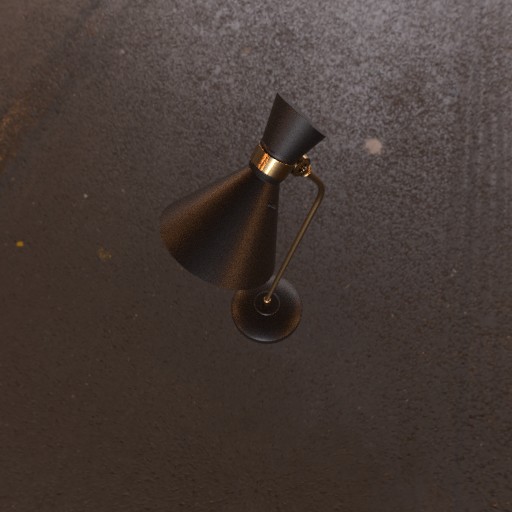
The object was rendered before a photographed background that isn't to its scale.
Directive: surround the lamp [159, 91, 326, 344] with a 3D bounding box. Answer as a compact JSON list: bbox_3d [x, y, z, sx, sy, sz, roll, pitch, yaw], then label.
[{"bbox_3d":[0.000,0.000,0.797,0.292,0.647,0.189,-33,67,-16],"label":"lamp"}]
